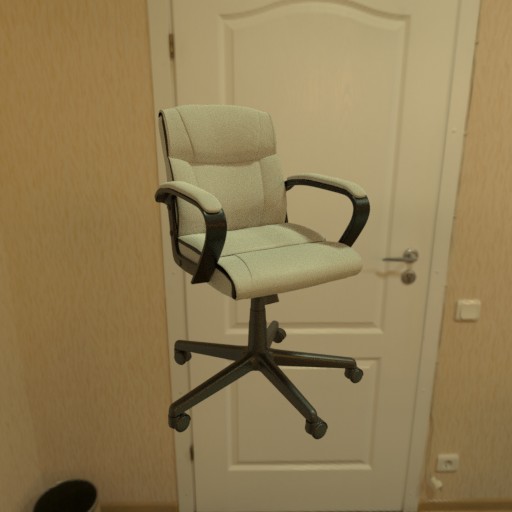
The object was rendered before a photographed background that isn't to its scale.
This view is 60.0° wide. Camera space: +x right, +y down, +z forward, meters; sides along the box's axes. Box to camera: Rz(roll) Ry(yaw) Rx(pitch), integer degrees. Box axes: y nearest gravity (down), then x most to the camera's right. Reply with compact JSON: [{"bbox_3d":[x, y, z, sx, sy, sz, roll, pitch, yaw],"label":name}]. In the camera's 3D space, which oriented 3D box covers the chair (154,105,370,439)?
[{"bbox_3d":[0.000,0.000,1.511,0.739,1.004,0.717,-9,18,-28],"label":"chair"}]
